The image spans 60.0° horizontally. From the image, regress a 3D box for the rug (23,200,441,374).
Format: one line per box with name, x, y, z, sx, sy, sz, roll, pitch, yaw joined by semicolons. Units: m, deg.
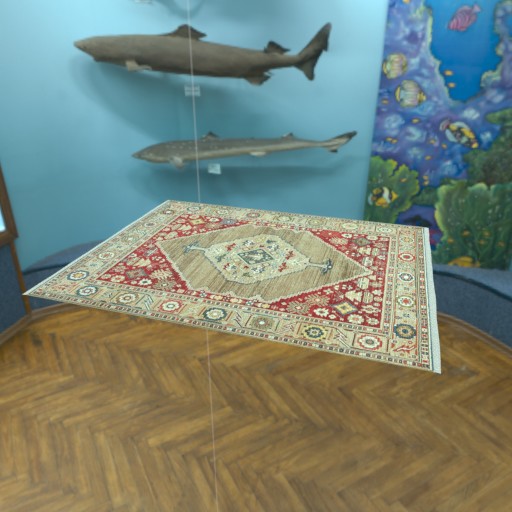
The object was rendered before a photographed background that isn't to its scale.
rug;0.000;0.000;4.157;3.143;0.008;2.451;8;27;16
